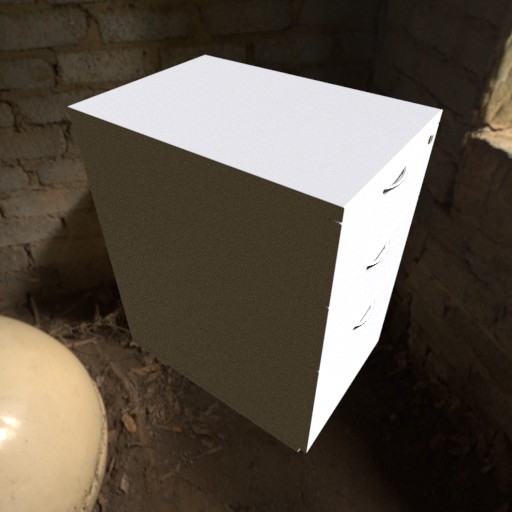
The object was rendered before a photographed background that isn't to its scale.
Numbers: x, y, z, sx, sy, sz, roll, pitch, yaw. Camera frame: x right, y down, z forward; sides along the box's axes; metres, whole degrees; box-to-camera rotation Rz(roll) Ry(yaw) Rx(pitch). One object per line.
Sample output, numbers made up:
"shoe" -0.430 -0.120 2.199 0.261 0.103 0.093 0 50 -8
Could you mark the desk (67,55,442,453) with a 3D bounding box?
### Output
"desk" 0.000 0.000 1.074 0.600 0.730 0.404 25 46 26
